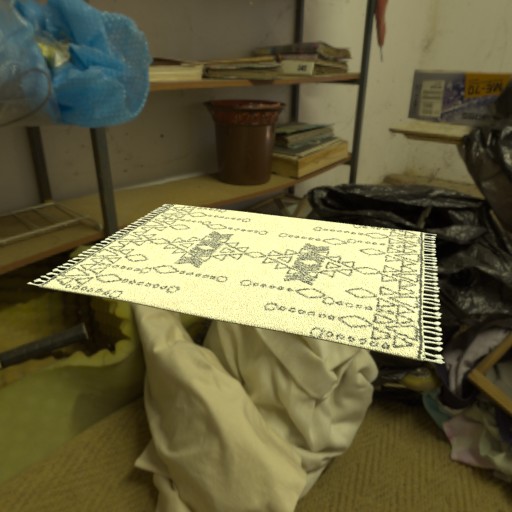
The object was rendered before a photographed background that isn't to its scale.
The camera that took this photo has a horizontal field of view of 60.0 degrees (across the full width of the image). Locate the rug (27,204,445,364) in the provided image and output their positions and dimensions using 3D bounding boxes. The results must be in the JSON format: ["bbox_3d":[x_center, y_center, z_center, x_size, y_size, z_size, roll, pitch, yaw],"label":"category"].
[{"bbox_3d":[0.000,0.000,3.892,3.027,0.028,2.125,8,26,17],"label":"rug"}]
